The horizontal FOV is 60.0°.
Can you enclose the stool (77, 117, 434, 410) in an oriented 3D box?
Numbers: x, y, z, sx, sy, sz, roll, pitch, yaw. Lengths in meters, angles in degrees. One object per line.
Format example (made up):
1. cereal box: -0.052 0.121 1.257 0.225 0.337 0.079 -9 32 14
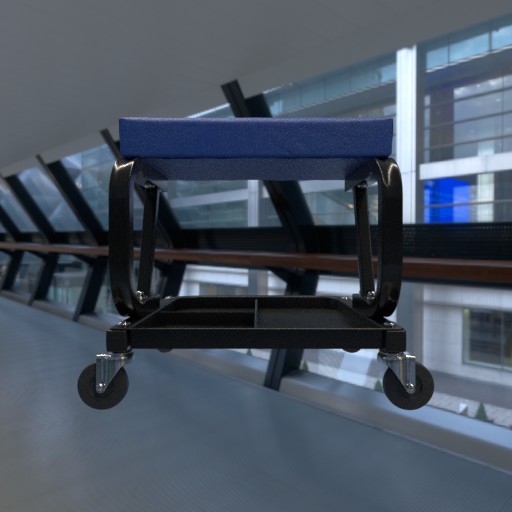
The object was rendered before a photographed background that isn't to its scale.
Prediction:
1. stool: 0.000 0.000 0.718 0.446 0.380 0.371 0 1 0
